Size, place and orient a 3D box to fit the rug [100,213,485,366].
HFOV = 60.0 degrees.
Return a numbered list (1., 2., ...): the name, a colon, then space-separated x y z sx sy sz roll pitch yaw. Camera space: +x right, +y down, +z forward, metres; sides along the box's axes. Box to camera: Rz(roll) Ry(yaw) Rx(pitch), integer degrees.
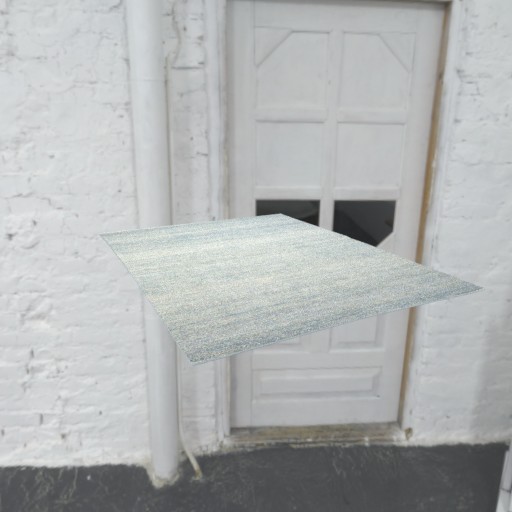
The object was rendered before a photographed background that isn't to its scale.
1. rug: 0.000 0.000 4.349 2.461 0.046 3.237 -9 19 -26
